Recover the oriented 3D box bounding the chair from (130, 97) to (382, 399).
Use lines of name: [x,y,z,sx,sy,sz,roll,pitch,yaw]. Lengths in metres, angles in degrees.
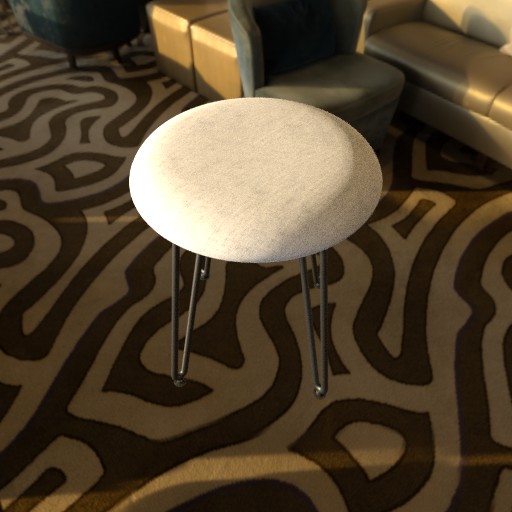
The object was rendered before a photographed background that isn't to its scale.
chair: [0.000,0.000,0.668,0.350,0.386,0.350,-31,54,-26]
